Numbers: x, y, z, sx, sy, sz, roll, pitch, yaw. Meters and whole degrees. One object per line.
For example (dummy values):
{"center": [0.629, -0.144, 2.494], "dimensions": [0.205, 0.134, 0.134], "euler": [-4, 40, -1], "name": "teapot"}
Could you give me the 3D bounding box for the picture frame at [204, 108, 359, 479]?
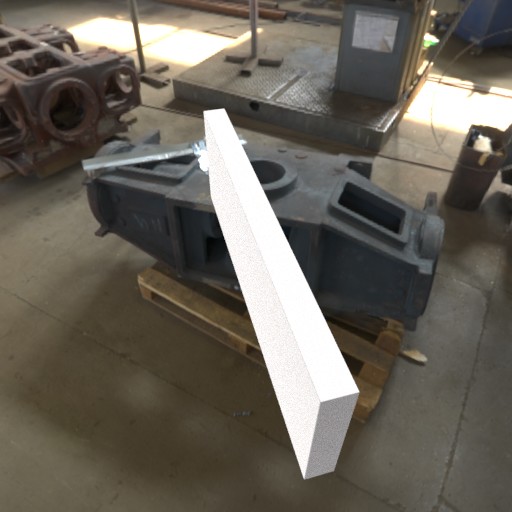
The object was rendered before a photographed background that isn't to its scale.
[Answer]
{"center": [0.000, 0.000, 0.872], "dimensions": [0.050, 0.250, 0.759], "euler": [-11, 45, -11], "name": "picture frame"}
